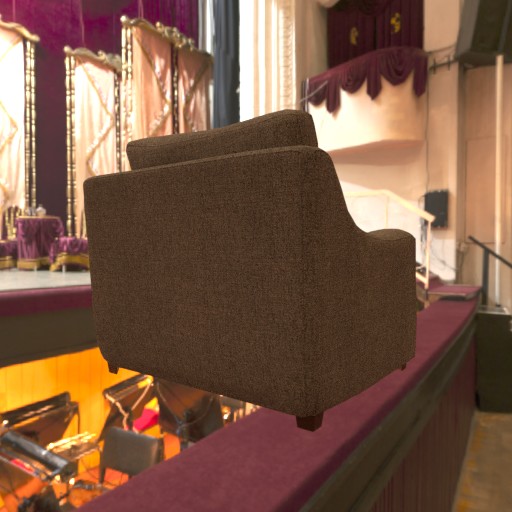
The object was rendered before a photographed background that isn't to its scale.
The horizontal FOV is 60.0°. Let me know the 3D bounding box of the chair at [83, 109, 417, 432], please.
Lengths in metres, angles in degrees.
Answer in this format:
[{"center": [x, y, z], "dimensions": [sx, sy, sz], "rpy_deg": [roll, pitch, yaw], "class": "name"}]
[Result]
[{"center": [0.000, 0.000, 1.960], "dimensions": [1.138, 1.037, 1.009], "rpy_deg": [1, 2, 37], "class": "chair"}]
